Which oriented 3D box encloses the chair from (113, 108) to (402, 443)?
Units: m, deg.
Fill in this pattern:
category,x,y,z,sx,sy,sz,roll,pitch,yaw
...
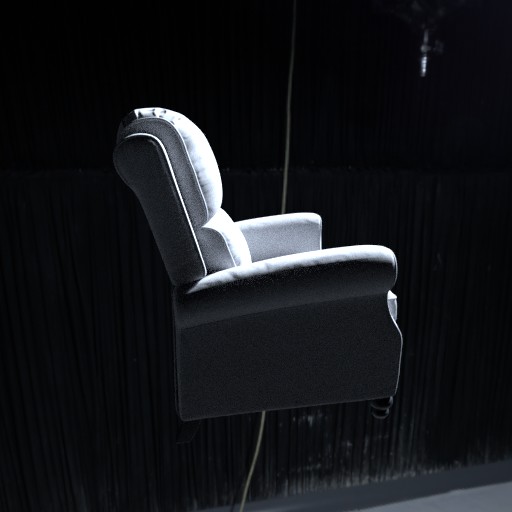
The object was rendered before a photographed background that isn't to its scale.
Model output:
category,x,y,z,sx,sy,sz,roll,pitch,yaw
chair,0.000,0.000,1.714,0.919,1.046,0.859,-3,14,-10
